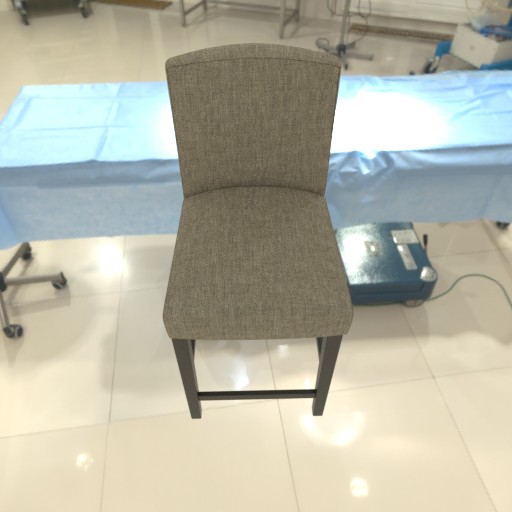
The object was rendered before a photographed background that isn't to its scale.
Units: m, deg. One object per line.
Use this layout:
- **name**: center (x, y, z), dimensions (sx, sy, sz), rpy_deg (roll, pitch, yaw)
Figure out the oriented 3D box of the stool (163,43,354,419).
- **stool**: center (0.000, 0.000, 1.253), dimensions (0.451, 0.966, 0.552), rpy_deg (-1, 46, -1)
